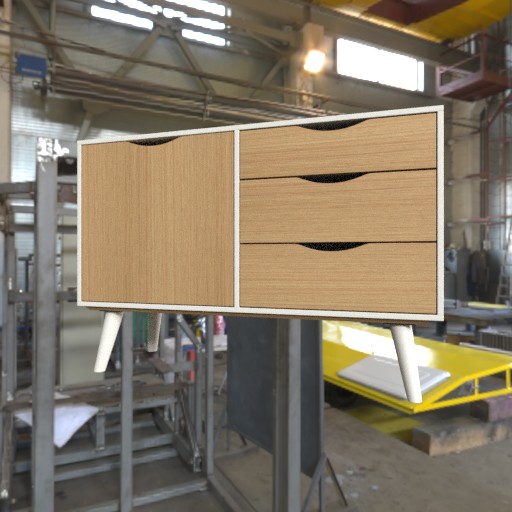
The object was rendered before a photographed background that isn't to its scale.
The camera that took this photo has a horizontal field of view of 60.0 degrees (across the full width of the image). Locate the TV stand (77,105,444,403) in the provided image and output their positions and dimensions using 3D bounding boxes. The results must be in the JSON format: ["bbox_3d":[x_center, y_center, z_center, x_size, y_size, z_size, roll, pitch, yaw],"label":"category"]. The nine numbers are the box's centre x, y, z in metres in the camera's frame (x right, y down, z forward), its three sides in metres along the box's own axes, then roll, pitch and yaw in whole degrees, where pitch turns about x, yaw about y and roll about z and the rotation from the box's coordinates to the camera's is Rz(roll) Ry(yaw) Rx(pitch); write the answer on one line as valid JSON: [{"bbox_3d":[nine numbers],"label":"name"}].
[{"bbox_3d":[0.000,0.000,1.570,1.193,0.812,0.406,0,0,18],"label":"TV stand"}]
